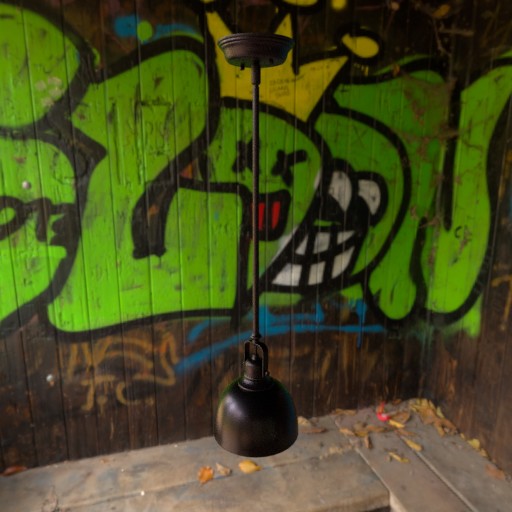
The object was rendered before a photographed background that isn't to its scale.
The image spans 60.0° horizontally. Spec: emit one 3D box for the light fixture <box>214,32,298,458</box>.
[{"bbox_3d":[0.000,0.000,0.865,0.182,0.768,0.182,-13,18,-43],"label":"light fixture"}]
